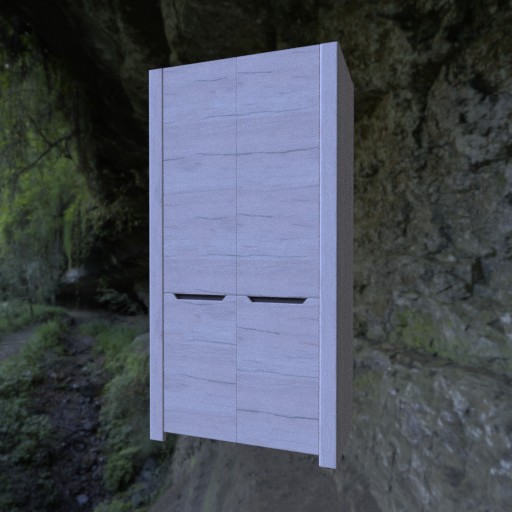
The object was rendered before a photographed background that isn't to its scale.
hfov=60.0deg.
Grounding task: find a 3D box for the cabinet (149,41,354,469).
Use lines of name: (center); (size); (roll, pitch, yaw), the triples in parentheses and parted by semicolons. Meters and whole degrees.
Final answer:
cabinet: (0.000, 0.000, 2.426); (0.980, 1.930, 0.580); (0, 1, 19)
